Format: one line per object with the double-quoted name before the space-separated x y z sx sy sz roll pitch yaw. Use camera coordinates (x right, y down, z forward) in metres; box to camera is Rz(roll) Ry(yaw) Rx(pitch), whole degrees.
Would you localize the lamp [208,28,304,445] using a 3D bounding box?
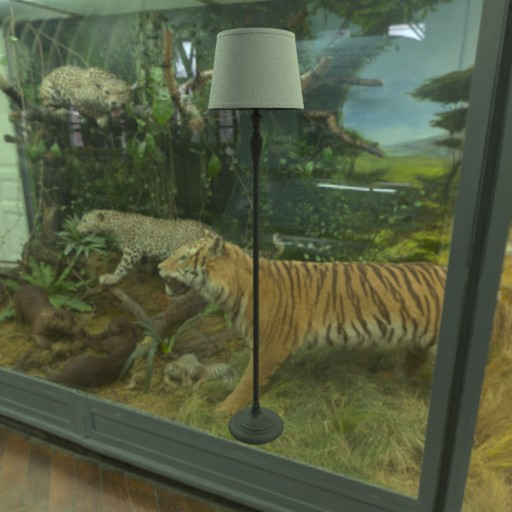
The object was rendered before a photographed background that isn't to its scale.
"lamp" 0.000 0.000 1.668 0.327 1.506 0.327 -2 17 -7
